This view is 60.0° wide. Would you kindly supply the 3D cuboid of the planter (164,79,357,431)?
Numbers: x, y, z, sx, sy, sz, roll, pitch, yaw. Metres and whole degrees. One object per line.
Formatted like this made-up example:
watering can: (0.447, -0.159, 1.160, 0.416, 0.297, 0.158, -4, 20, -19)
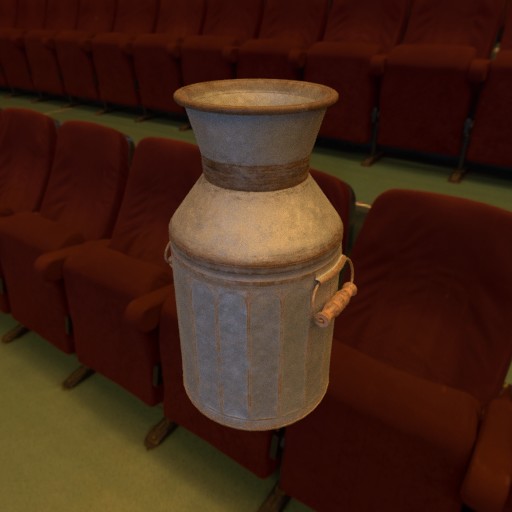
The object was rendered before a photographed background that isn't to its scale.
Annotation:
planter: (0.000, 0.000, 0.559, 0.245, 0.396, 0.214, 19, 35, 29)
